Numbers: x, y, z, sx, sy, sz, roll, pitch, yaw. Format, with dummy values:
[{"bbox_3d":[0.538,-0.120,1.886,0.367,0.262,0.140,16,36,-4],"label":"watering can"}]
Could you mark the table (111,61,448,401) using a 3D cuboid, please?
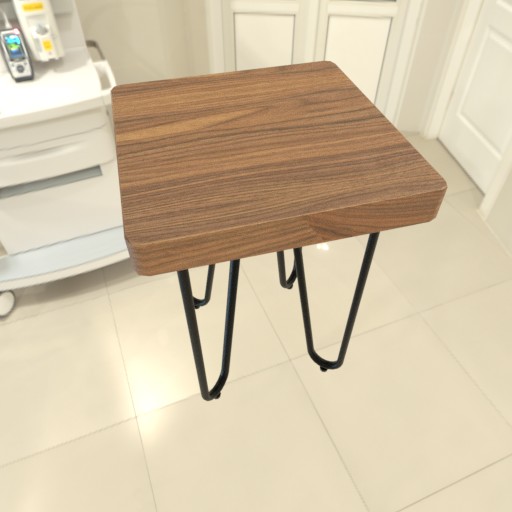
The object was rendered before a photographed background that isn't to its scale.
[{"bbox_3d":[0.000,0.000,1.006,0.480,0.641,0.479,-11,47,-10],"label":"table"}]
